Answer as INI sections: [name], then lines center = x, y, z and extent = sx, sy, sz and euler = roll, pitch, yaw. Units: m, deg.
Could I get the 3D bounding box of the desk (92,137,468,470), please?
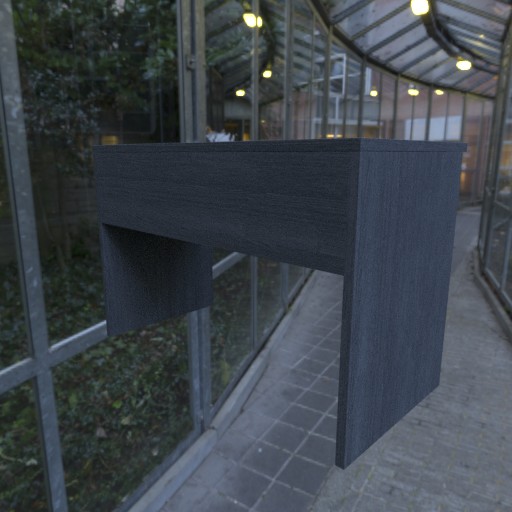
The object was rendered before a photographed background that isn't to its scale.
[desk]
center = 0.000, 0.000, 1.492
extent = 1.099, 0.729, 0.557
euler = 12, 18, 43
